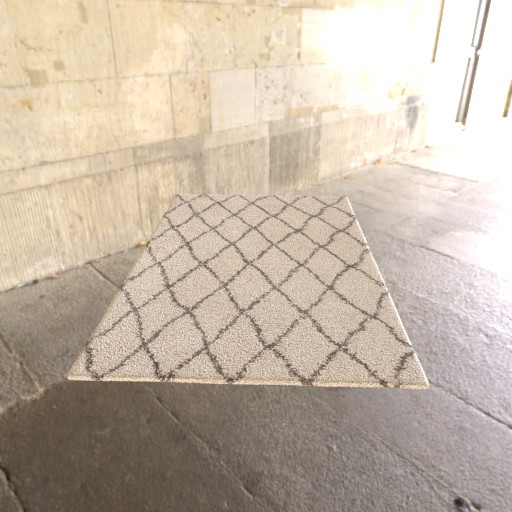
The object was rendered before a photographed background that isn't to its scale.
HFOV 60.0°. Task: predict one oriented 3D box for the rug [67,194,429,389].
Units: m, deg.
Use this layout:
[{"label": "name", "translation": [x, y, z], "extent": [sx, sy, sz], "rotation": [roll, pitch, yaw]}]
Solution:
[{"label": "rug", "translation": [0.000, 0.000, 3.380], "extent": [1.778, 0.030, 2.743], "rotation": [1, 27, 2]}]
